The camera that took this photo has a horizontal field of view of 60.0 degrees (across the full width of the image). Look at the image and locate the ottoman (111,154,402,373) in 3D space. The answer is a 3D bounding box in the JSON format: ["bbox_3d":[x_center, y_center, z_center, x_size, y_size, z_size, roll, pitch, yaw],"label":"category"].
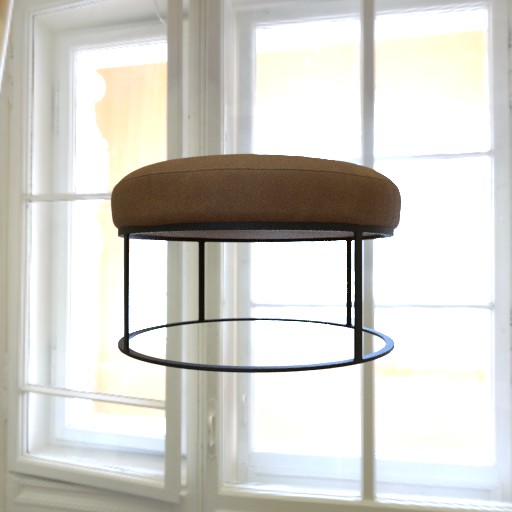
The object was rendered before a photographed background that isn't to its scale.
[{"bbox_3d":[0.000,0.000,1.235,0.771,0.460,0.771,0,0,0],"label":"ottoman"}]
